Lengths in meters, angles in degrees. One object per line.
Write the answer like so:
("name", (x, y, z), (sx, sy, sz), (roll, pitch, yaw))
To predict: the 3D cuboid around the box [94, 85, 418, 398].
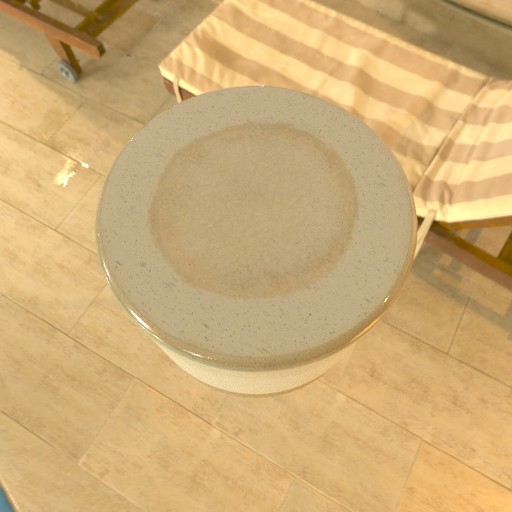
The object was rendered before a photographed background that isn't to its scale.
("box", (0.000, 0.000, 0.264), (0.154, 0.123, 0.154), (0, 66, 0))
